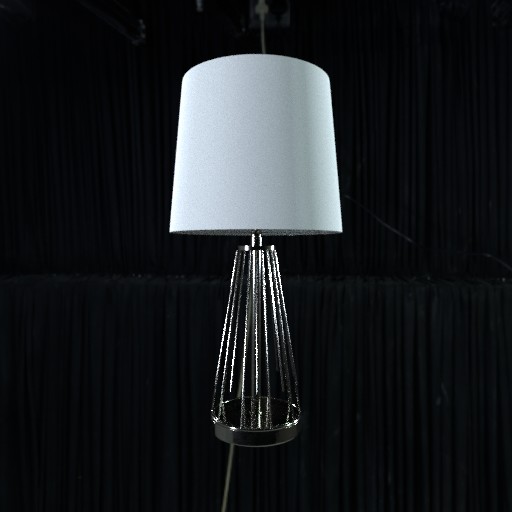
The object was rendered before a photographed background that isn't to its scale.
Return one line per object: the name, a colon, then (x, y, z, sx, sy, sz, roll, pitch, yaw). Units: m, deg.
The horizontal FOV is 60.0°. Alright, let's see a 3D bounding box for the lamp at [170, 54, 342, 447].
lamp: (0.000, 0.000, 0.795, 0.303, 0.618, 0.303, 0, 1, 0)
